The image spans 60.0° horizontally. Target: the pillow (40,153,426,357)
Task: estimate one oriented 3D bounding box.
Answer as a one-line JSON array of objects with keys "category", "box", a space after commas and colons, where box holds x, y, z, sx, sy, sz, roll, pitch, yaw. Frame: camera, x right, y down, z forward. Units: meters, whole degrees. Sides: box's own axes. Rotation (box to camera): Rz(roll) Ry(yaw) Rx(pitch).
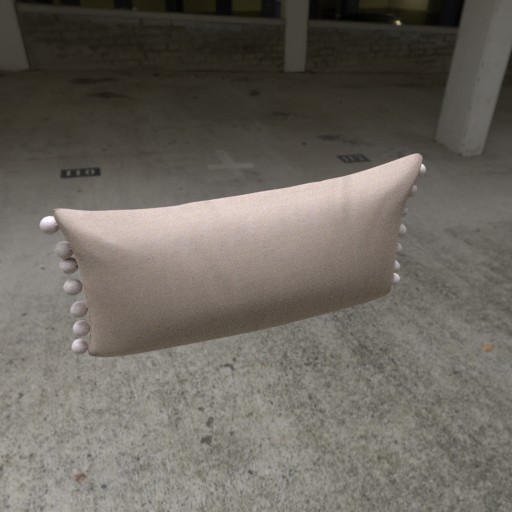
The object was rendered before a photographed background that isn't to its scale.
[{"category": "pillow", "box": [0.000, 0.000, 0.830, 0.709, 0.322, 0.201, -10, 34, -16]}]
